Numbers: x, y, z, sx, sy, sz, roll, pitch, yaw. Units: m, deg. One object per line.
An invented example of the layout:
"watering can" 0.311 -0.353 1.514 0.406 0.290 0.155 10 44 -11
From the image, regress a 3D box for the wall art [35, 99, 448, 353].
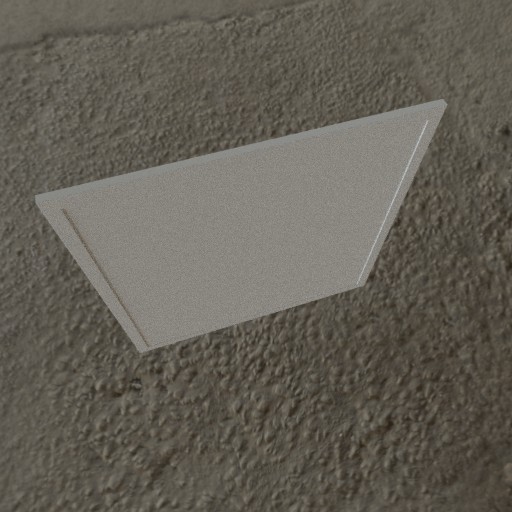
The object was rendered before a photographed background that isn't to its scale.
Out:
"wall art" 0.000 0.000 0.967 0.660 0.660 0.015 -16 61 -9
